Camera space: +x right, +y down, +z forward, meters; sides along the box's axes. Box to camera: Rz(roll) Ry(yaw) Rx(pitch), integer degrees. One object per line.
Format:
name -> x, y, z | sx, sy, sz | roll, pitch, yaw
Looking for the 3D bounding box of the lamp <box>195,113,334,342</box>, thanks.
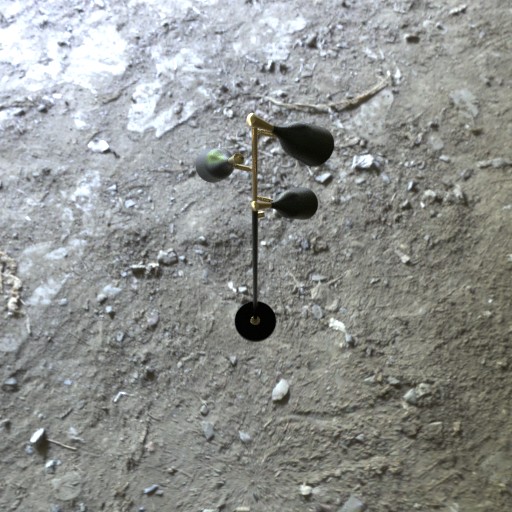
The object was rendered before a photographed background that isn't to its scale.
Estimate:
lamp -> 0.000, 0.000, 1.896 | 0.434, 1.778, 0.253 | 14, 64, 7
